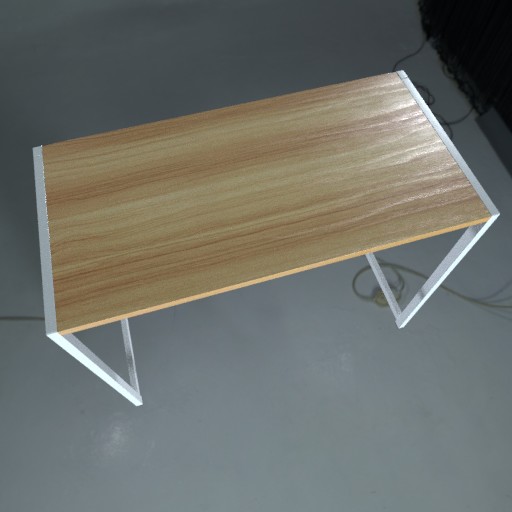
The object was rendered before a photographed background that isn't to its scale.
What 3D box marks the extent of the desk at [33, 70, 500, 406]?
[{"bbox_3d":[0.000,0.000,1.391,1.016,0.762,0.508,-15,62,-8],"label":"desk"}]
